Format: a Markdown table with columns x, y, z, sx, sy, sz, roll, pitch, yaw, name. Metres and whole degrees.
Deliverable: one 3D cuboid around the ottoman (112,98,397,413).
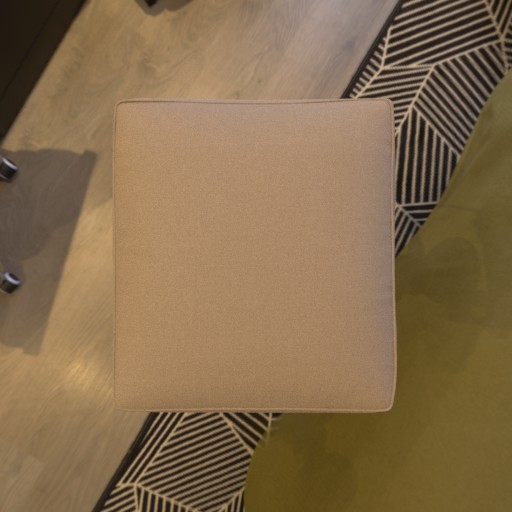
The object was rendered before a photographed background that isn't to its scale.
| x | y | z | sx | sy | sz | roll | pitch | yaw | name |
| --- | --- | --- | --- | --- | --- | --- | --- | --- | --- |
| 0.000 | 0.000 | 1.161 | 0.662 | 0.505 | 0.721 | 0 | 89 | 0 | ottoman |
